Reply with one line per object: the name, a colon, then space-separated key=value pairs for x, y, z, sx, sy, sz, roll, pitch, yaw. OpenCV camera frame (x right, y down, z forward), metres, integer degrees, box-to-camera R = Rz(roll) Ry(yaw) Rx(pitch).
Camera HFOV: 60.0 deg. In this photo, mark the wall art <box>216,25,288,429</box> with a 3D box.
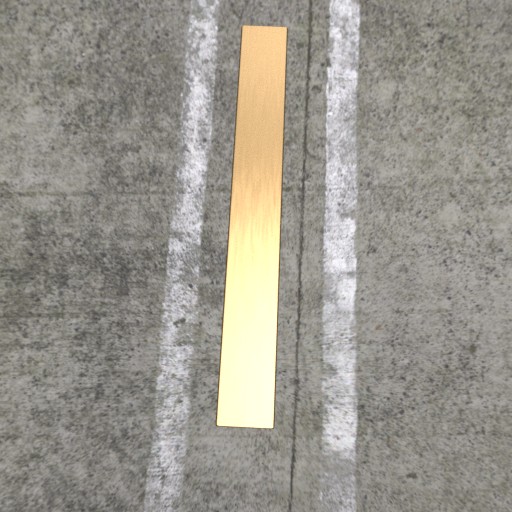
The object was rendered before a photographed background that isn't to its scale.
wall art: x=0.000 y=0.000 z=0.466 sx=0.037 sy=0.305 sz=0.305 roll=3 pitch=75 yaw=1
